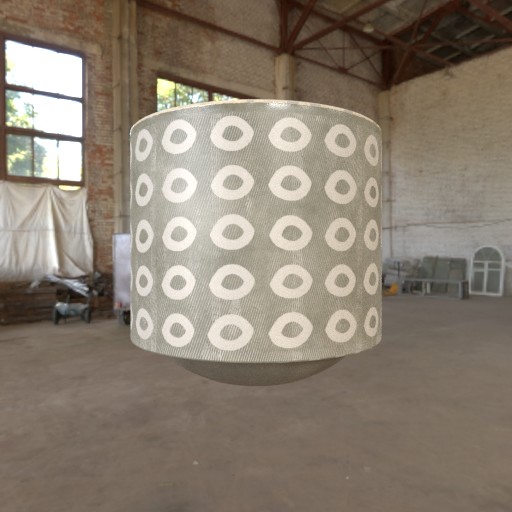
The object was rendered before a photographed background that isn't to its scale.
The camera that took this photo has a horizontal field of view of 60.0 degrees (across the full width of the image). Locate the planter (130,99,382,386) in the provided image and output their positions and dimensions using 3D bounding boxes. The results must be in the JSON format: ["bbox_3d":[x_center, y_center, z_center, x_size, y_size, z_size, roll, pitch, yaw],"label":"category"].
[{"bbox_3d":[0.000,0.000,0.459,0.250,0.239,0.250,0,1,0],"label":"planter"}]
